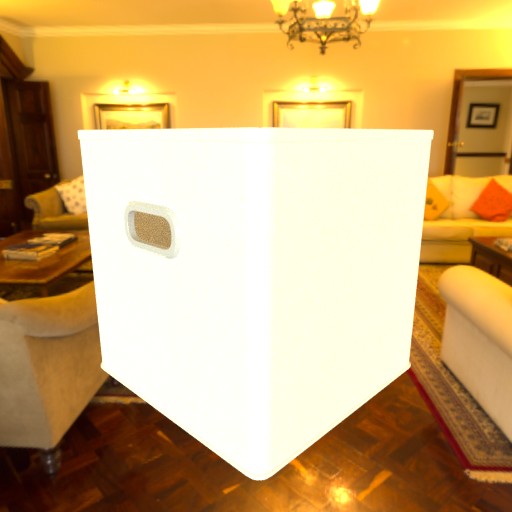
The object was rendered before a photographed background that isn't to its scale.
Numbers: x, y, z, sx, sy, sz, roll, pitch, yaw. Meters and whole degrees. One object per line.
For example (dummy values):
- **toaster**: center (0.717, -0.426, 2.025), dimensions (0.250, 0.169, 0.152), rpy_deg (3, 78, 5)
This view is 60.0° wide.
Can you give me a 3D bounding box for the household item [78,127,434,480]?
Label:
- **household item**: center (0.000, 0.000, 0.558), dimensions (0.305, 0.305, 0.305), rpy_deg (15, 21, 42)
